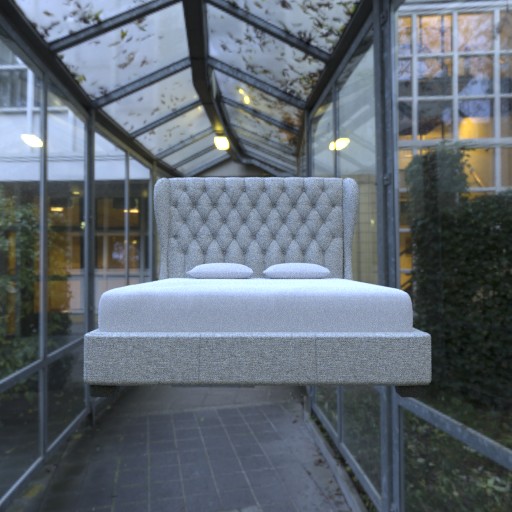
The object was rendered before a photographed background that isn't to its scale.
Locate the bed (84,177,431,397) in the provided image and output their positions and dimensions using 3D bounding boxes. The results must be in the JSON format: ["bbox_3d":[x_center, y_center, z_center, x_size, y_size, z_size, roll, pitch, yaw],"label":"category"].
[{"bbox_3d":[0.000,0.000,3.865,2.219,1.771,2.347,0,-1,0],"label":"bed"}]
